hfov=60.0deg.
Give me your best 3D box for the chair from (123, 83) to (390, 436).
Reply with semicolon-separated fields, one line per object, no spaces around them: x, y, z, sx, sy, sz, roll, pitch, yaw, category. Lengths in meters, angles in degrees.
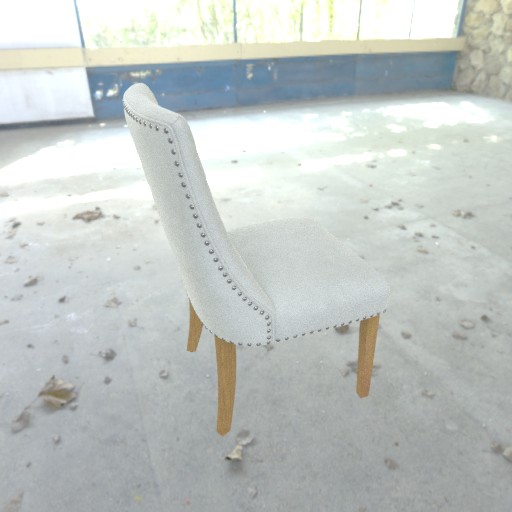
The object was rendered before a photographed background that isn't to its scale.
0.000;0.000;1.267;0.610;0.902;0.495;-10;31;-18;chair
